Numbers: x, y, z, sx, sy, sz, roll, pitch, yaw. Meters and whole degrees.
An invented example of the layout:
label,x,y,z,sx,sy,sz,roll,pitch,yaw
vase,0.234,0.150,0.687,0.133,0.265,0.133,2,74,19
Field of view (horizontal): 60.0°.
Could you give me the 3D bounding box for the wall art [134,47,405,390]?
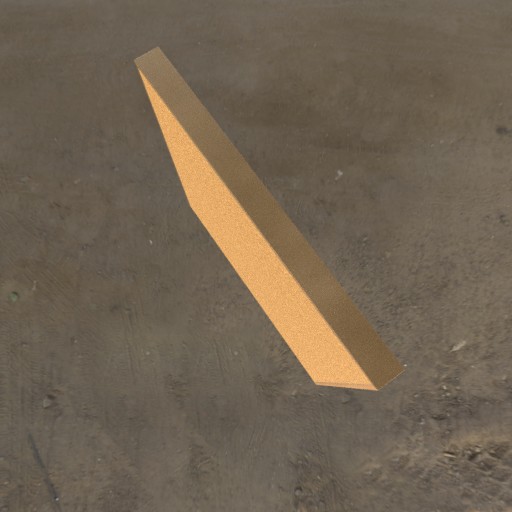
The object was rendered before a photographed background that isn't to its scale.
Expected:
label,x,y,z,sx,sy,sz,roll,pitch,yaw
wall art,0.000,0.000,0.782,0.038,0.511,0.513,-34,77,-9
